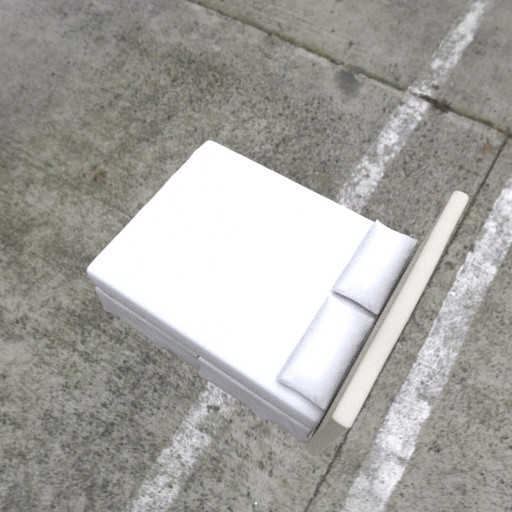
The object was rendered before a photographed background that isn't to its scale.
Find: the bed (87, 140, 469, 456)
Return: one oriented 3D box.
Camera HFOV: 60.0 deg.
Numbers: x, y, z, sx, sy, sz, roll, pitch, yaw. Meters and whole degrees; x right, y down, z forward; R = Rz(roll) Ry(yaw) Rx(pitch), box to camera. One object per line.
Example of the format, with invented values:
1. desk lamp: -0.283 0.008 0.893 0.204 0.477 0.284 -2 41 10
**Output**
1. bed: 0.000 0.000 3.328 2.196 1.449 1.741 30 65 15
